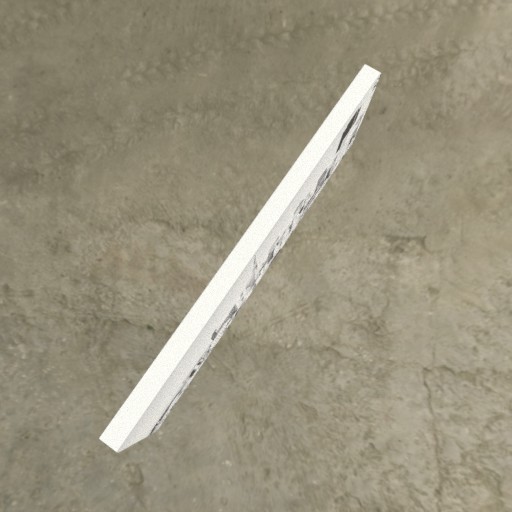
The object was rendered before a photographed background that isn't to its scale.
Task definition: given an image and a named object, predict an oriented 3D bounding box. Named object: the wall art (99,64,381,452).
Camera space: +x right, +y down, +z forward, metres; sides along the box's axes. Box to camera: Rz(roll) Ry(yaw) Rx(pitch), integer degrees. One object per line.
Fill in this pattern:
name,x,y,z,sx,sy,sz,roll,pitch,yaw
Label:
wall art,0.000,0.000,0.846,0.036,0.256,0.766,33,77,8
